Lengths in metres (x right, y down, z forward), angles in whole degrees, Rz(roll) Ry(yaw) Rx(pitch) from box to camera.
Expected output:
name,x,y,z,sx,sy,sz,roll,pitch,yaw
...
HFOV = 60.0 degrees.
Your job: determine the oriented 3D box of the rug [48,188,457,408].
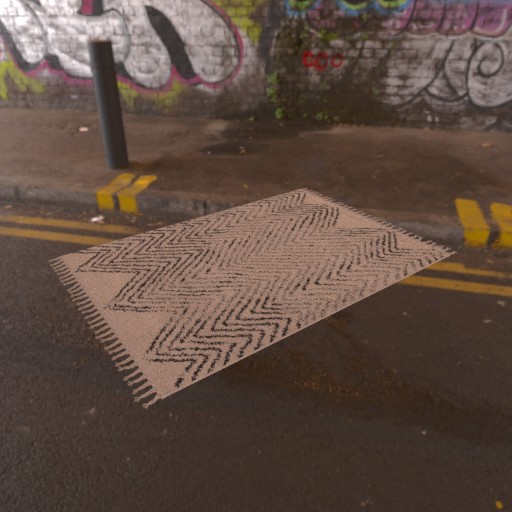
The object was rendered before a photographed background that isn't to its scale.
name,x,y,z,sx,sy,sz,roll,pitch,yaw
rug,0.000,0.000,2.372,1.847,0.014,1.230,-20,35,-31
